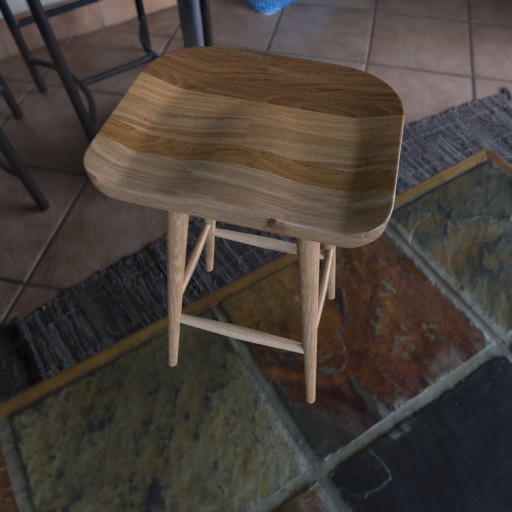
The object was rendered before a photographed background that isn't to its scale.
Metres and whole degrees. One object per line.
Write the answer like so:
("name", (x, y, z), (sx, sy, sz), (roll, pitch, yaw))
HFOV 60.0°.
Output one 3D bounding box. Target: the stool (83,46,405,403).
("stool", (0.000, 0.000, 0.917), (0.407, 0.698, 0.322), (12, 57, 8))
